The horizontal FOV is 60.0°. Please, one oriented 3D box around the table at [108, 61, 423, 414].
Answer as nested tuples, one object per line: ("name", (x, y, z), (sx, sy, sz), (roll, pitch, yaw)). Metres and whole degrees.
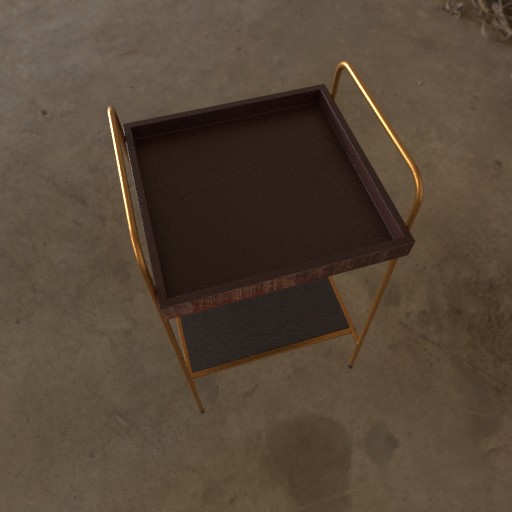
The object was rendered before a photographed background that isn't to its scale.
("table", (0.000, 0.000, 0.987), (0.430, 0.710, 0.430), (-14, 60, -8))
